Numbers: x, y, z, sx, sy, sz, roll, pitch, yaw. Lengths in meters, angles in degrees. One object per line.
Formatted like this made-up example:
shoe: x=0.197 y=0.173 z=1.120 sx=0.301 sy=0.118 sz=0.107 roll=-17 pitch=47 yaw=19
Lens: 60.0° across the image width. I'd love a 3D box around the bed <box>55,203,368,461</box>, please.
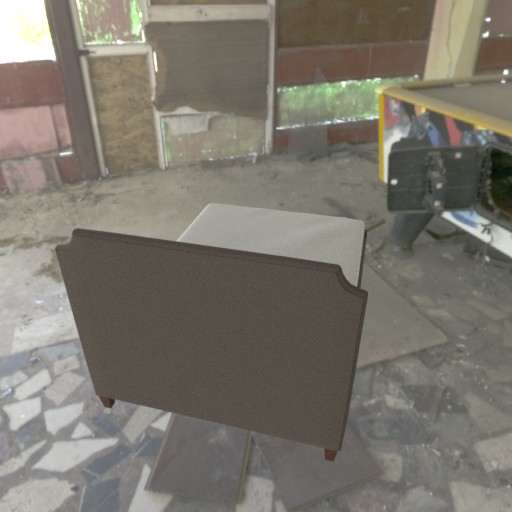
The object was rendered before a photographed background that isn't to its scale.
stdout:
bed: x=0.000 y=0.000 z=3.526 sx=1.713 sy=1.443 sz=2.372 roll=8 pitch=32 yaw=13
